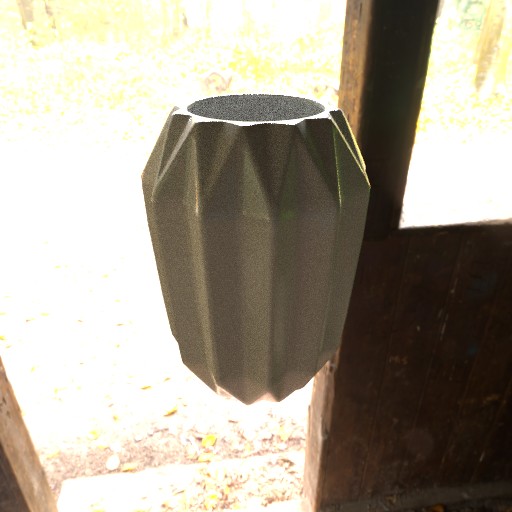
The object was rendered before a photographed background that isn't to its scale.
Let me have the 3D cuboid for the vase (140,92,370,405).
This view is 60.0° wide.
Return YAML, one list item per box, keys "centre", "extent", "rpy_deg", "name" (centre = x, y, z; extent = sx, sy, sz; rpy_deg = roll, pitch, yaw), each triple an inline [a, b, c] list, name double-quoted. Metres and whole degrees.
- centre: [0.000, 0.000, 0.420]
  extent: [0.195, 0.275, 0.195]
  rpy_deg: [0, 29, 0]
  name: "vase"
